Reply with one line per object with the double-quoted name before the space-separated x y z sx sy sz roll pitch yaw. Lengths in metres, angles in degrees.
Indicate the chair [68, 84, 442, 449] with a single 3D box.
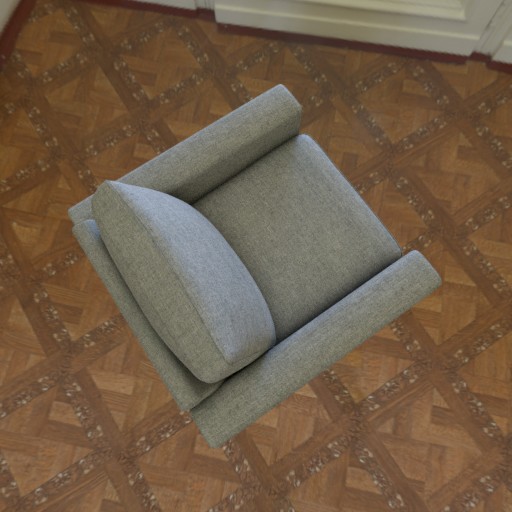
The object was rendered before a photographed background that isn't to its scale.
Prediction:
"chair" 0.000 0.000 1.816 1.038 1.010 1.024 -33 77 -9
